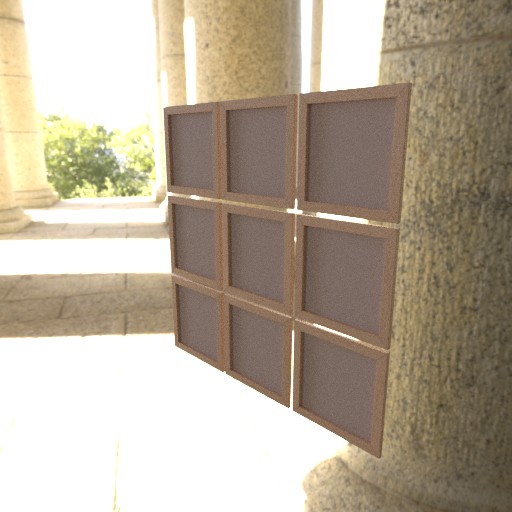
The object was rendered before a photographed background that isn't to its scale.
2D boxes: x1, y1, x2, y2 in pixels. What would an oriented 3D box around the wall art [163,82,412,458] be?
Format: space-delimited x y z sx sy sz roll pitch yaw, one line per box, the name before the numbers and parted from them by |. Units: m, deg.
wall art | 0.000 0.000 1.791 0.016 1.207 1.217 -14 20 -43
